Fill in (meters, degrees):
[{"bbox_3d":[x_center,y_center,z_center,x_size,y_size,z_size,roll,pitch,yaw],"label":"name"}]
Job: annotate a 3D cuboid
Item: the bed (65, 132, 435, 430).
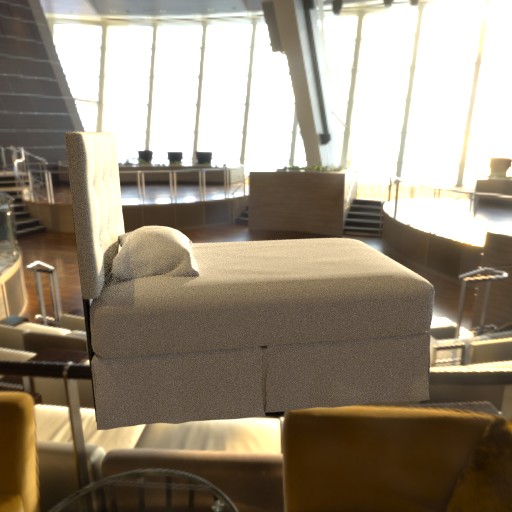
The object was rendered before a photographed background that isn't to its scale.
[{"bbox_3d":[0.000,0.000,2.917,1.997,1.571,1.261,-3,16,-9],"label":"bed"}]
